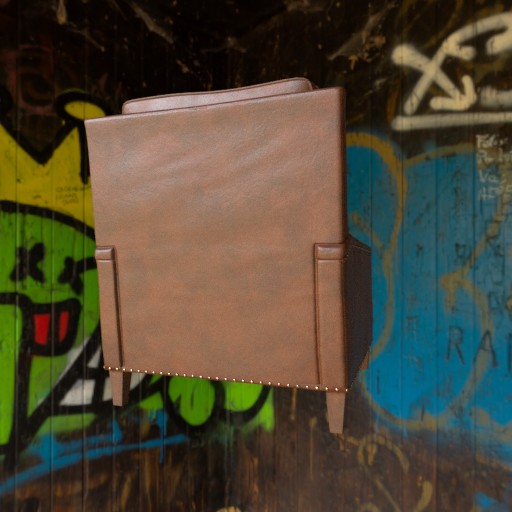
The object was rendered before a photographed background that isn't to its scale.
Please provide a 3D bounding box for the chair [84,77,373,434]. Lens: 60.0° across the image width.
[{"bbox_3d":[0.000,0.000,1.795,0.854,1.054,1.035,0,-1,19],"label":"chair"}]
